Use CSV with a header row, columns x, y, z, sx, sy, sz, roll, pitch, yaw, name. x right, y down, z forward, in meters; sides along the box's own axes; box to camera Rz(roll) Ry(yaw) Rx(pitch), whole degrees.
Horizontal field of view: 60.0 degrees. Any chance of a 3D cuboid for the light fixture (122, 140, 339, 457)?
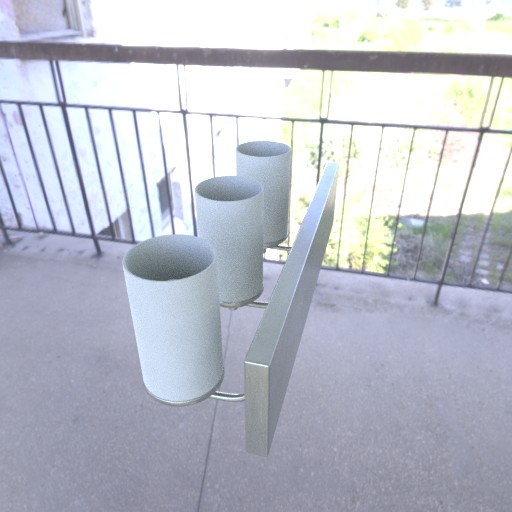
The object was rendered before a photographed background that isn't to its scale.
x,y,z,sx,sy,sz,roll,pitch,yaw,name
0.000,0.000,0.544,0.145,0.172,0.451,8,32,13,light fixture
